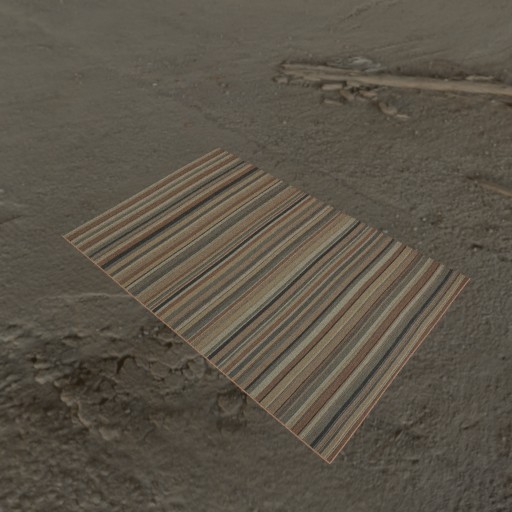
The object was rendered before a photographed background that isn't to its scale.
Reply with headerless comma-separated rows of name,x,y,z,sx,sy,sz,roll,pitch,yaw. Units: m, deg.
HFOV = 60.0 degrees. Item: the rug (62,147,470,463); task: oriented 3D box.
rug,0.000,0.000,2.363,1.829,0.008,1.219,33,54,28
